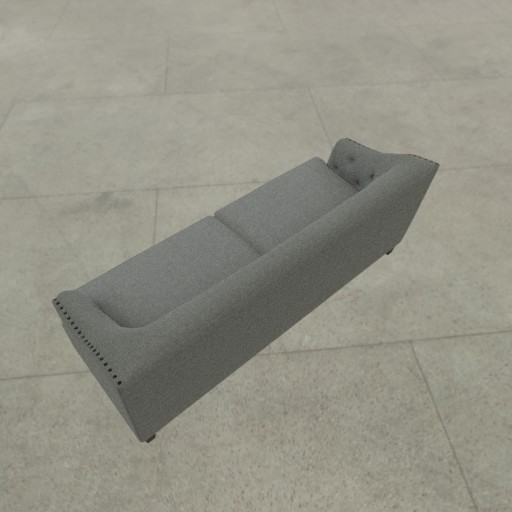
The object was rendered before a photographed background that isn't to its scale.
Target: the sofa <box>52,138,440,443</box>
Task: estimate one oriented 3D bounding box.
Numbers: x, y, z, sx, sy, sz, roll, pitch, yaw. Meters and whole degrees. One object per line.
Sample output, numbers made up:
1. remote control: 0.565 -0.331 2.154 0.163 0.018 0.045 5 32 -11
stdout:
1. sofa: 0.000 0.000 2.739 2.235 0.901 0.914 -33 55 -27
